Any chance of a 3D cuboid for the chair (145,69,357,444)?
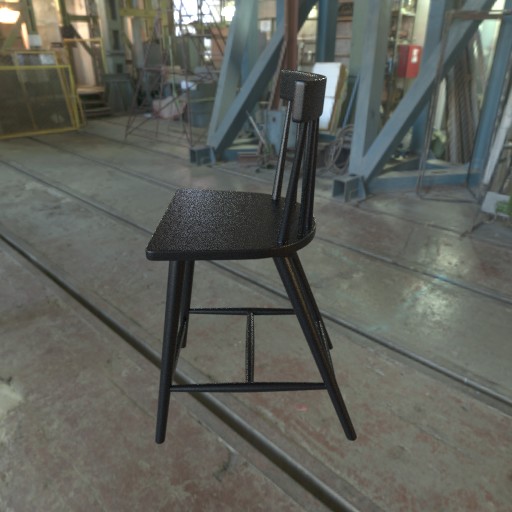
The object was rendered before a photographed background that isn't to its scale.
[{"bbox_3d":[0.000,0.000,1.250,0.572,0.952,0.483,0,25,0],"label":"chair"}]
